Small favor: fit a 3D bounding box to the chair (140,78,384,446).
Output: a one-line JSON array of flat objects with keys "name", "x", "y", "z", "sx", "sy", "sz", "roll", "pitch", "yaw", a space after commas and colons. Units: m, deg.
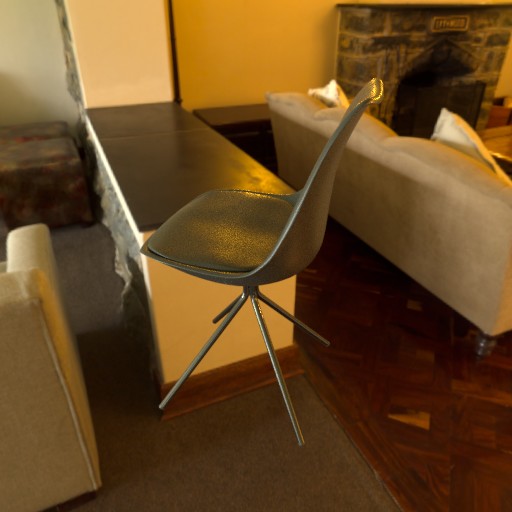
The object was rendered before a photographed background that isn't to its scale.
[{"name": "chair", "x": 0.000, "y": 0.000, "z": 1.144, "sx": 0.525, "sy": 0.850, "sz": 0.461, "roll": 9, "pitch": 32, "yaw": 15}]
